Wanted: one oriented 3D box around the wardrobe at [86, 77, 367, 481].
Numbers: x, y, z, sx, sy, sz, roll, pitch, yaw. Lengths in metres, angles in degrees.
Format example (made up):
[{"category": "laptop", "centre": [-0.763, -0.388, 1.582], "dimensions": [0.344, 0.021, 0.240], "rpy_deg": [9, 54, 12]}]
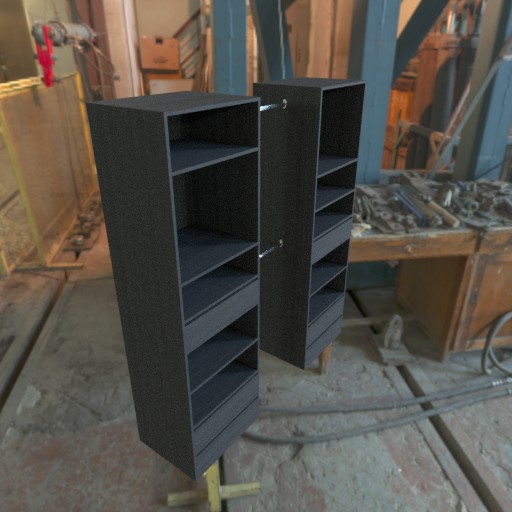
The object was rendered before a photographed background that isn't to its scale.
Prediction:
[{"category": "wardrobe", "centre": [0.000, 0.000, 2.825], "dimensions": [0.480, 2.000, 1.770], "rpy_deg": [18, 31, 33]}]
